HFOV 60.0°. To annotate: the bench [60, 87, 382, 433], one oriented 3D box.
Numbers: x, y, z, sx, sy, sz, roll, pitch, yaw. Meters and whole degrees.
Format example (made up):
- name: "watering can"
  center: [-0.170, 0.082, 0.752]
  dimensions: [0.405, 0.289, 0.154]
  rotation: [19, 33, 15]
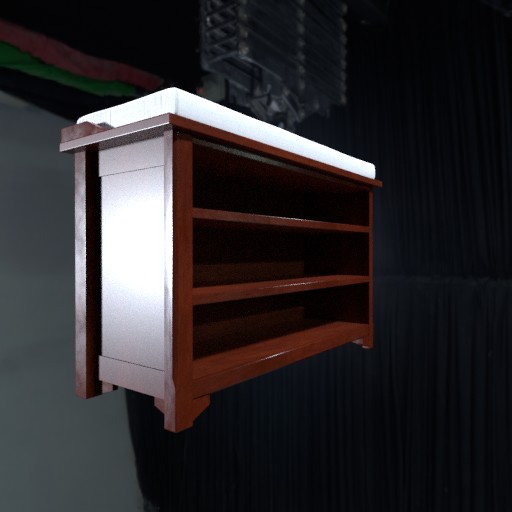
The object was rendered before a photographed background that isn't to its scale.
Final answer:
- name: "bench"
  center: [0.000, 0.000, 1.292]
  dimensions: [0.369, 0.646, 0.987]
  rotation: [0, 1, 37]
